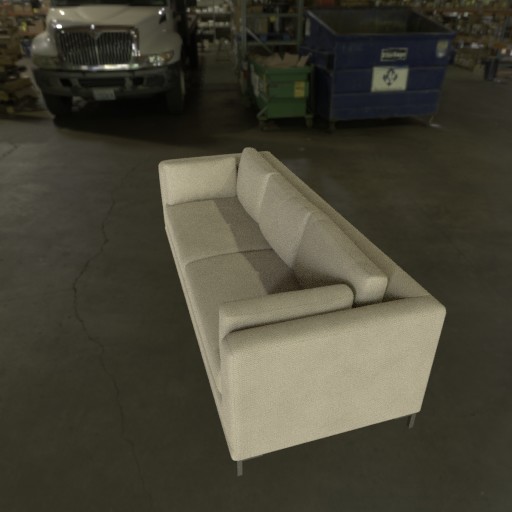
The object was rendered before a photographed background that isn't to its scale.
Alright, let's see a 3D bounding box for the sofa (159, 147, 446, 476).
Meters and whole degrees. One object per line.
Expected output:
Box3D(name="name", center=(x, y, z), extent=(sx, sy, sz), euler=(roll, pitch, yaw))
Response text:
Box3D(name="sofa", center=(0.000, 0.000, 2.915), extent=(0.969, 0.867, 2.415), euler=(-9, 31, -15))
